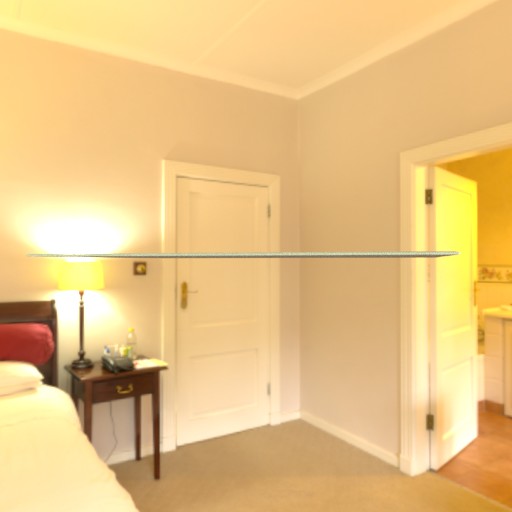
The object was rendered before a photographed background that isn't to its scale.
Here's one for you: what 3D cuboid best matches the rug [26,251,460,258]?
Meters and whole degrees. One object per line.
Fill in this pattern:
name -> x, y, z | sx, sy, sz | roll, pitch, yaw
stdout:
rug -> 0.000, 0.000, 3.474 | 2.746, 0.018, 1.819 | 0, -1, 19
